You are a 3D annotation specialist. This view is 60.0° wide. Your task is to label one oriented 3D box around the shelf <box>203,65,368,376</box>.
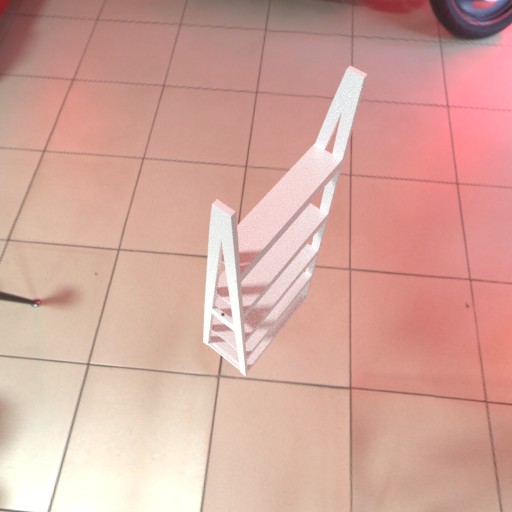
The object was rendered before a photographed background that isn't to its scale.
[{"bbox_3d":[0.000,0.000,2.029,0.341,1.779,0.636,35,68,16],"label":"shelf"}]
